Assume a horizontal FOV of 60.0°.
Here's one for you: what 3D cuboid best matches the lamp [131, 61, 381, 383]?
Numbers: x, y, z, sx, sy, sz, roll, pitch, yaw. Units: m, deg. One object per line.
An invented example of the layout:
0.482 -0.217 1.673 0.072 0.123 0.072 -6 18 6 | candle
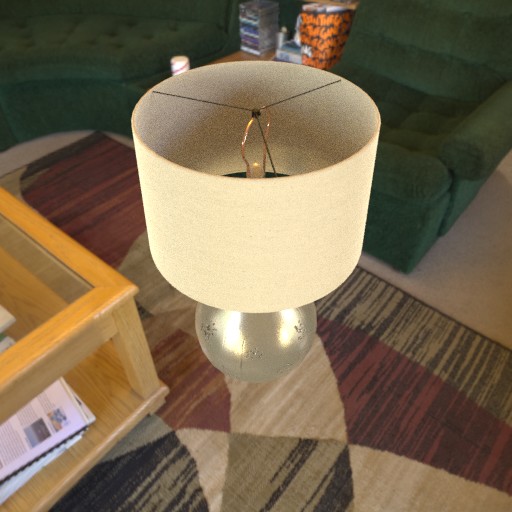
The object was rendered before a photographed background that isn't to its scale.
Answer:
0.000 0.000 0.739 0.330 0.521 0.330 0 45 0 | lamp
